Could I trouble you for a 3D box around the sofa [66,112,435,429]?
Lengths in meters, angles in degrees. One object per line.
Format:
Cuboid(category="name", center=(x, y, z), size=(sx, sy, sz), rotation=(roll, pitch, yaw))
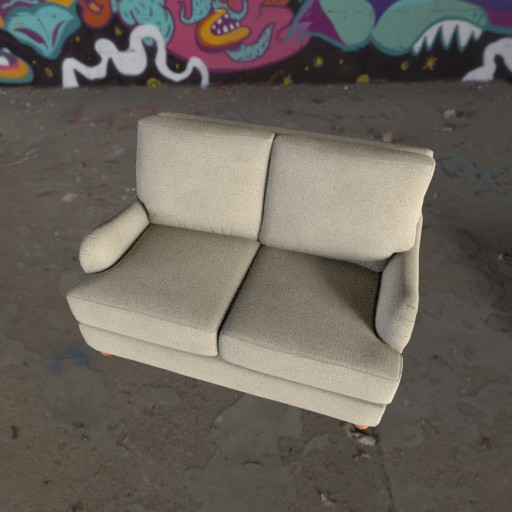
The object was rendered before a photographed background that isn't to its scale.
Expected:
Cuboid(category="sofa", center=(0.000, 0.000, 2.148), size=(1.480, 0.999, 1.087), rotation=(12, 43, 13))
